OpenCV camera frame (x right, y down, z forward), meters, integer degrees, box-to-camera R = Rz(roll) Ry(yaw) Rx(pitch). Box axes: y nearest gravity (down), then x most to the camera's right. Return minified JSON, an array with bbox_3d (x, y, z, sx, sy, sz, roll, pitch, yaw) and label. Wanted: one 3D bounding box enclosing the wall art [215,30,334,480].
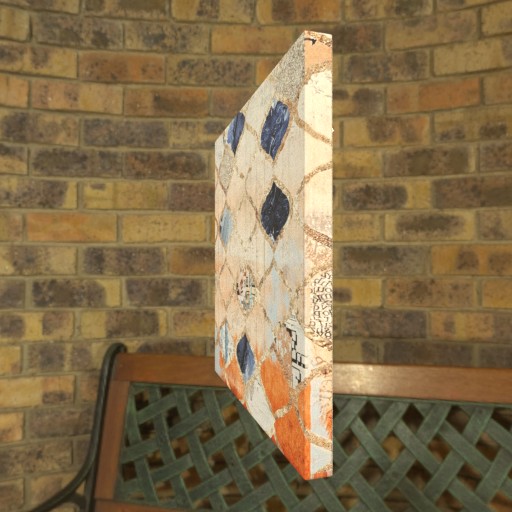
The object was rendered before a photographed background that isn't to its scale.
[{"bbox_3d":[0.000,0.000,0.744,0.038,0.508,0.507,0,0,-17],"label":"wall art"}]
